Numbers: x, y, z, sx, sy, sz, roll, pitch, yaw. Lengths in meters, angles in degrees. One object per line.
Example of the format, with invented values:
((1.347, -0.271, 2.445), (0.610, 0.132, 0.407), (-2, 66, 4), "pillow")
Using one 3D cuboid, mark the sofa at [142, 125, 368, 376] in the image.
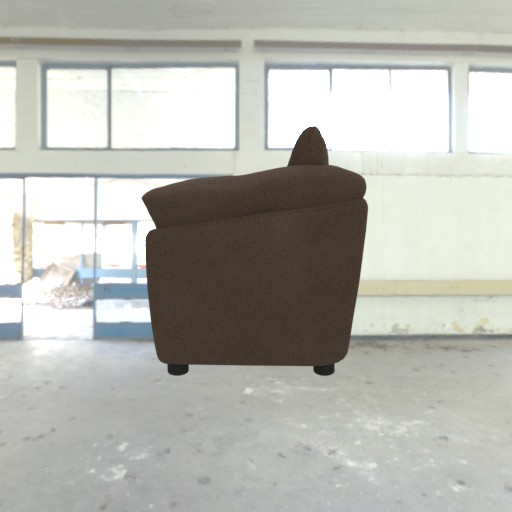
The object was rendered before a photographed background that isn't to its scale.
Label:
((0.000, 0.000, 2.820), (0.878, 1.015, 2.336), (0, -1, 0), "sofa")
